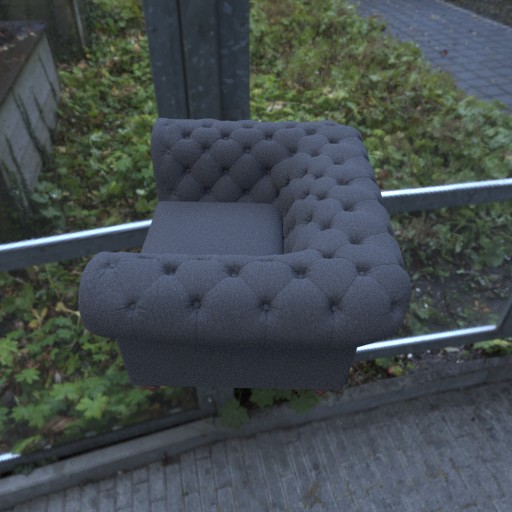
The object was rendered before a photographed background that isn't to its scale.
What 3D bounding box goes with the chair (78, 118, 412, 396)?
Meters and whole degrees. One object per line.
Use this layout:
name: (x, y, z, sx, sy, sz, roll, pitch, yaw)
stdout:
chair: (0.000, 0.000, 1.889, 0.976, 0.770, 1.270, 1, 41, 1)
